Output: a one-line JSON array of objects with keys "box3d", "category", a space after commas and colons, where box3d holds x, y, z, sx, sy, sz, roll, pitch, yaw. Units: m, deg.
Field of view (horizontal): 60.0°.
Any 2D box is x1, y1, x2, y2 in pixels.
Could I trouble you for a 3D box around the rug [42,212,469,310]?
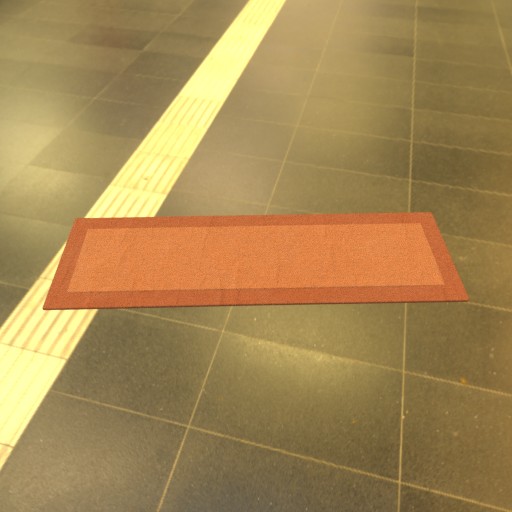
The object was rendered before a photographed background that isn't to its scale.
[{"box3d": [0.000, 0.000, 2.763, 2.471, 0.013, 0.914, -4, 48, -3], "category": "rug"}]
